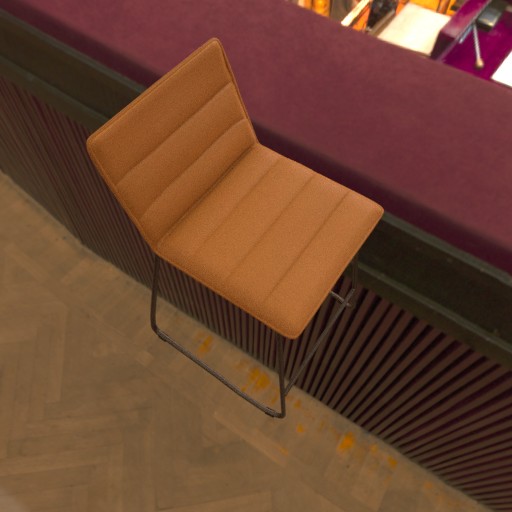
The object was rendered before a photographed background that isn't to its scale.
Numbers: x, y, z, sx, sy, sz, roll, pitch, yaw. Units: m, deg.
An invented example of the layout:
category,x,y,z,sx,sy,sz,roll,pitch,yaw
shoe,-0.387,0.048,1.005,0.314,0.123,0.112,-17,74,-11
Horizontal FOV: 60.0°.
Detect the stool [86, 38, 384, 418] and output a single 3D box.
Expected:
category,x,y,z,sx,sy,sz,roll,pitch,yaw
stool,0.000,0.000,1.164,0.524,0.866,0.489,31,64,17
